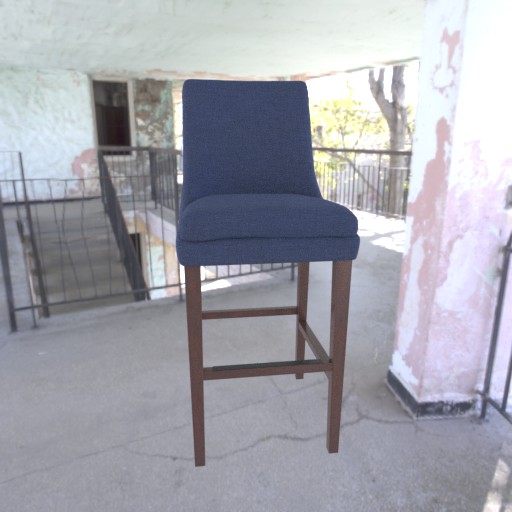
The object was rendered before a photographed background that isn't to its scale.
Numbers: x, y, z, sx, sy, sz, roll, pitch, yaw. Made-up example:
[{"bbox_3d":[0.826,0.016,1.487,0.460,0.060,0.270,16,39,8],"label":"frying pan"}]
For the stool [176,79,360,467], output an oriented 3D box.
[{"bbox_3d":[0.000,0.000,1.378,0.470,1.078,0.577,-2,15,-8],"label":"stool"}]
